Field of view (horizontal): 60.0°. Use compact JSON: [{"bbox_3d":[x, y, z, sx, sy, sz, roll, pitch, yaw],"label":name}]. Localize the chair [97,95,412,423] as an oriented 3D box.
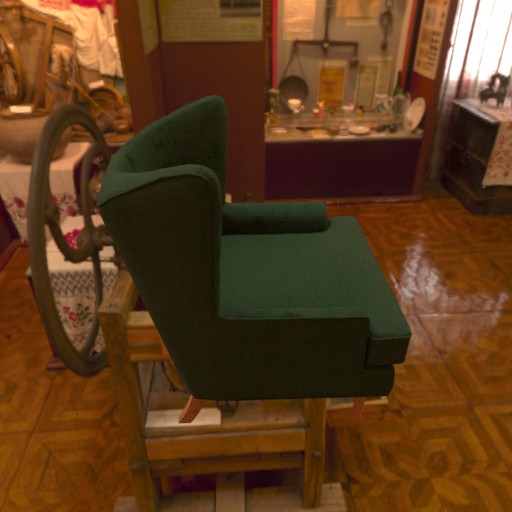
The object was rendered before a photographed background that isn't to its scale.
[{"bbox_3d":[0.000,0.000,1.588,0.910,0.952,0.793,-1,32,-2],"label":"chair"}]
